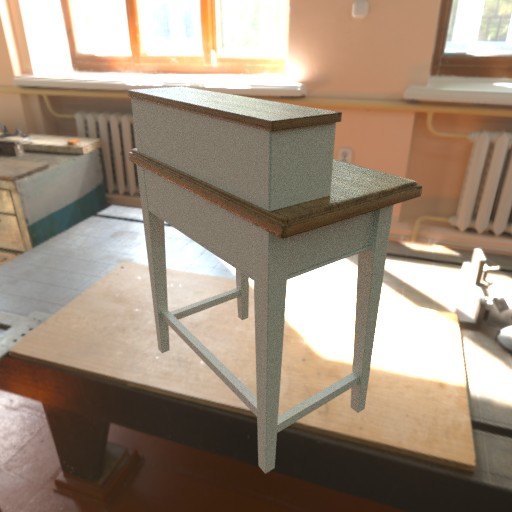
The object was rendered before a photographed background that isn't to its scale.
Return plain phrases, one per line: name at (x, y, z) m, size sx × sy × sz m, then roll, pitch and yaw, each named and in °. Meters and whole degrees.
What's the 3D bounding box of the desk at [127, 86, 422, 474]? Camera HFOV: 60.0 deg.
desk at (0.000, 0.000, 1.434) m, size 0.462 × 0.981 × 0.814 m, roll -18°, pitch 31°, yaw -32°
